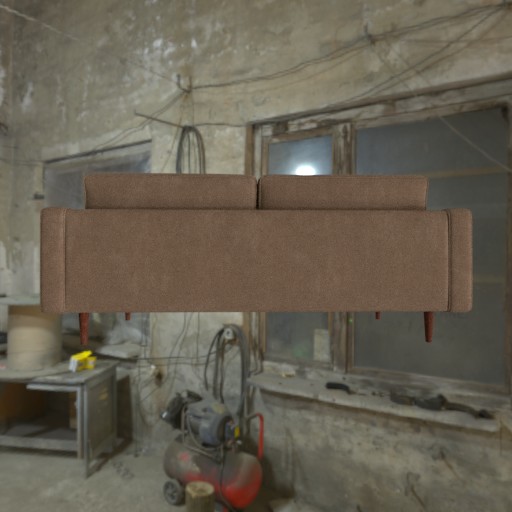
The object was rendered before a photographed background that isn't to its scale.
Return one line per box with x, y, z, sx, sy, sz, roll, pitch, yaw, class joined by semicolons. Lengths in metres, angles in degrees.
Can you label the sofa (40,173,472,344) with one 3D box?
0.000;0.000;2.325;1.883;0.769;0.920;0;0;-2;sofa
